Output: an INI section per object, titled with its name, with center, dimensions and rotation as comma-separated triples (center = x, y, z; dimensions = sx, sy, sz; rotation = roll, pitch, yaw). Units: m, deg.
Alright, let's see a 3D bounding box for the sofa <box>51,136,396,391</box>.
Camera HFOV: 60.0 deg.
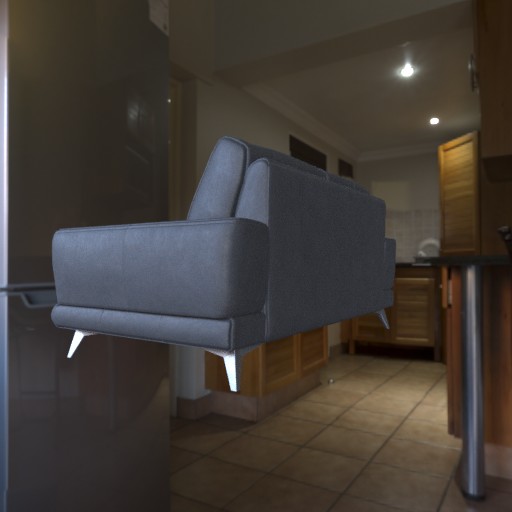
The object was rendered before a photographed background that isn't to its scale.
[sofa]
center = 0.000, 0.000, 2.391
dimensions = 1.018, 0.907, 1.806
rotation = 0, -1, 34
